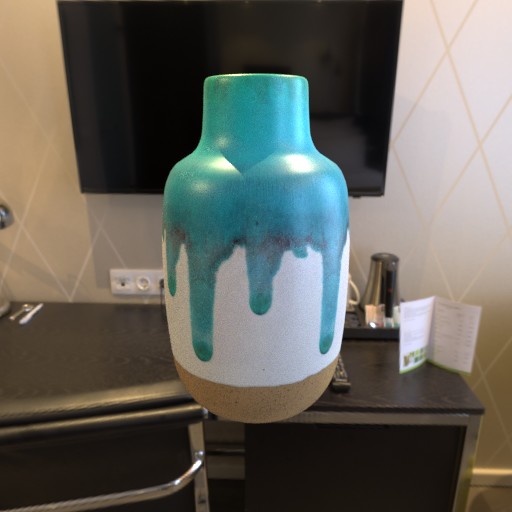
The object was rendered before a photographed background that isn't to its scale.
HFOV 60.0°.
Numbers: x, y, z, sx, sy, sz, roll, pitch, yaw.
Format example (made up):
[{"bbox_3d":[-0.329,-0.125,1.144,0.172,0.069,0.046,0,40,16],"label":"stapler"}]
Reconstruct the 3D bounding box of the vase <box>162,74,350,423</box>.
[{"bbox_3d":[0.000,0.000,0.256,0.106,0.192,0.106,0,17,0],"label":"vase"}]
